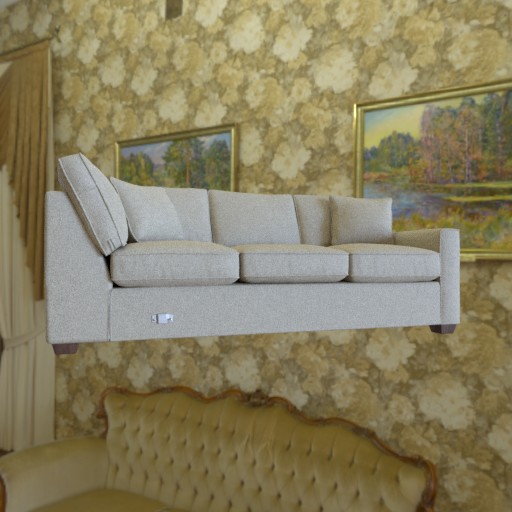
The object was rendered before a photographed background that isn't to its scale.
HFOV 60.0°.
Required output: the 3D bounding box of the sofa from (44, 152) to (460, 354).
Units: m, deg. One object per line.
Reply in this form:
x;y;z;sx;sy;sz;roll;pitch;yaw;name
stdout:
0.000;0.000;2.817;2.323;0.948;1.053;0;-1;-17;sofa
